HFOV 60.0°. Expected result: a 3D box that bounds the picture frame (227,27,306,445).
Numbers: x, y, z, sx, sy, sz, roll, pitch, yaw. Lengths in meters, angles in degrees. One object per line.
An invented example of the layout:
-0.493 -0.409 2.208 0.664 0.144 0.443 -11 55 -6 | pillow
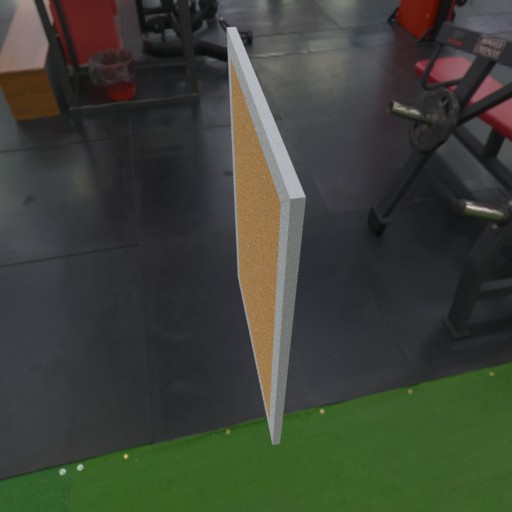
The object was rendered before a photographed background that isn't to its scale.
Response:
0.000 0.000 0.588 0.011 0.459 0.326 -8 47 -7 | picture frame
